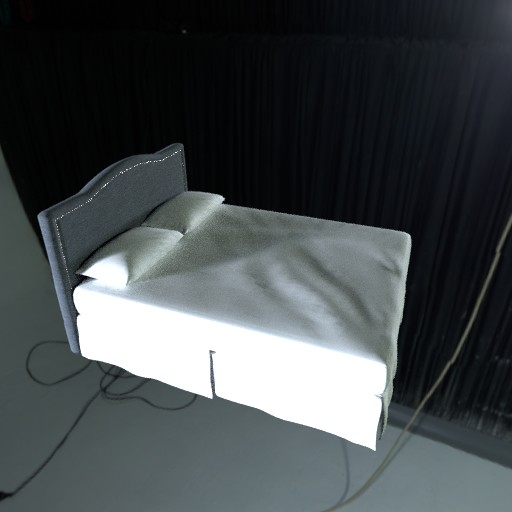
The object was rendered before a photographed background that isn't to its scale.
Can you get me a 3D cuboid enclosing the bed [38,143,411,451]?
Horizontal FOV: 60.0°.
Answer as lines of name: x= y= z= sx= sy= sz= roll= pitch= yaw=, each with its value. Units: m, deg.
bed: x=0.000 y=0.000 z=3.973 sx=2.689 sy=1.457 sz=2.161 roll=11 pitch=32 yaw=18
